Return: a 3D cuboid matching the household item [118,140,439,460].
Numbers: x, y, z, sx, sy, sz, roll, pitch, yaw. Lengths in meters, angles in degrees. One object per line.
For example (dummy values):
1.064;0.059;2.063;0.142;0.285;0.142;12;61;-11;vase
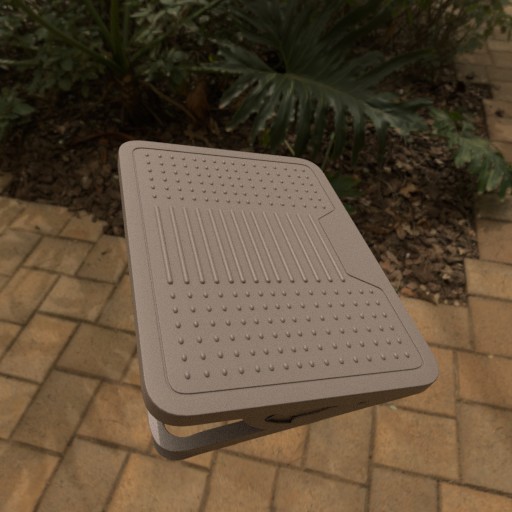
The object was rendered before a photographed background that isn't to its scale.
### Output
0.000;0.000;0.527;0.301;0.126;0.390;-11;49;-10;household item
